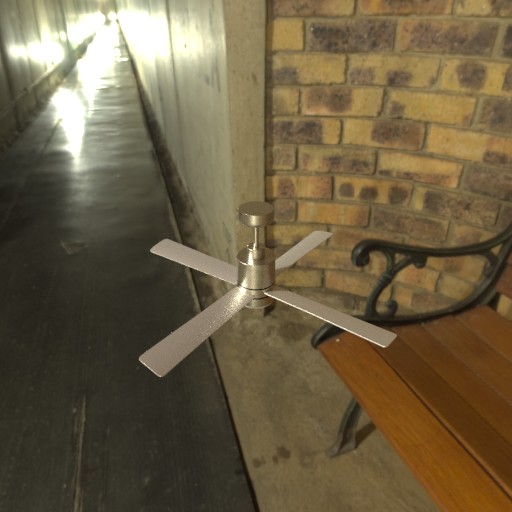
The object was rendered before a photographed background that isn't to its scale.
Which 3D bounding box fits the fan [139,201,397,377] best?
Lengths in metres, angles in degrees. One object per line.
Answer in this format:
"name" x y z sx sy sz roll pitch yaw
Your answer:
"fan" 0.000 0.000 2.292 1.525 0.539 1.525 21 36 31
